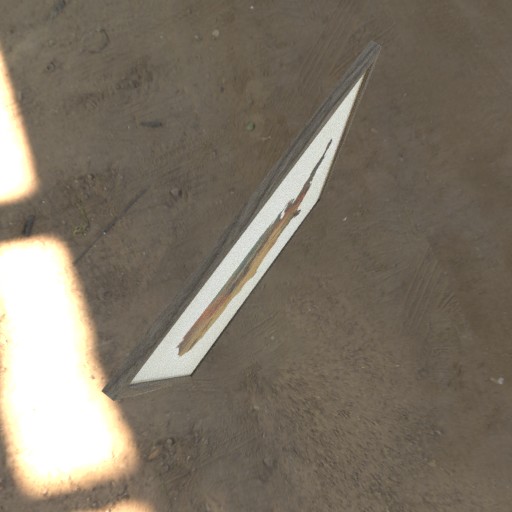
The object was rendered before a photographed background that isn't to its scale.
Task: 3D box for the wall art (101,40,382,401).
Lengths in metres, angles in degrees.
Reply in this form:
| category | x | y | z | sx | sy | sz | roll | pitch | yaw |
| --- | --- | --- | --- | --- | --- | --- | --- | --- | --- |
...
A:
| category | x | y | z | sx | sy | sz | roll | pitch | yaw |
| --- | --- | --- | --- | --- | --- | --- | --- | --- | --- |
| wall art | 0.000 | 0.000 | 0.737 | 0.016 | 0.507 | 0.508 | 35 | 79 | 8 |
